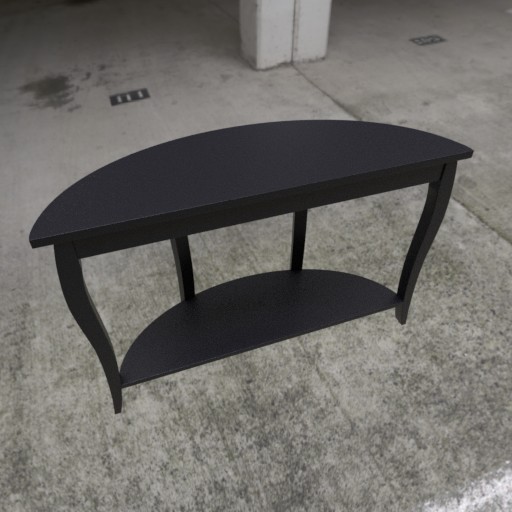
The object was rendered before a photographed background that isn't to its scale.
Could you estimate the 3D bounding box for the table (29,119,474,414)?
[{"bbox_3d":[0.000,0.000,1.538,1.219,0.780,0.394,-14,43,-15],"label":"table"}]
